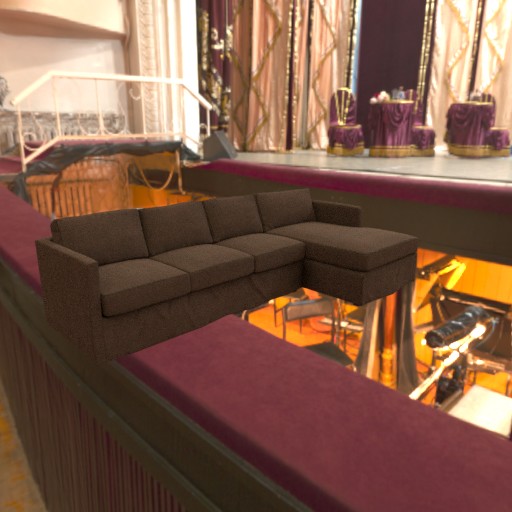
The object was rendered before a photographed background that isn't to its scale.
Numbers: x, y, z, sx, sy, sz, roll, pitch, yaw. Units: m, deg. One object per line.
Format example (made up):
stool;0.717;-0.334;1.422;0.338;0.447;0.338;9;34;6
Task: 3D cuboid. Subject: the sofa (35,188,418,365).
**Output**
sofa;0.000;0.000;3.999;3.205;0.922;1.650;-15;21;-43
